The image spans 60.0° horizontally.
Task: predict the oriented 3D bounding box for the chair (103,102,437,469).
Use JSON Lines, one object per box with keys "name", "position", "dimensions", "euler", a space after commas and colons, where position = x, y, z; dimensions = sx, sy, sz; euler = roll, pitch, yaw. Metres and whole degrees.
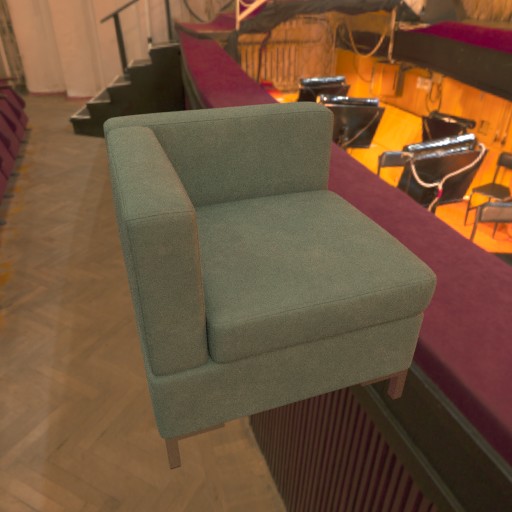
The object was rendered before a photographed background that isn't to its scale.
{"name": "chair", "position": [0.000, 0.000, 1.202], "dimensions": [0.680, 0.660, 0.680], "euler": [-10, 33, -17]}
